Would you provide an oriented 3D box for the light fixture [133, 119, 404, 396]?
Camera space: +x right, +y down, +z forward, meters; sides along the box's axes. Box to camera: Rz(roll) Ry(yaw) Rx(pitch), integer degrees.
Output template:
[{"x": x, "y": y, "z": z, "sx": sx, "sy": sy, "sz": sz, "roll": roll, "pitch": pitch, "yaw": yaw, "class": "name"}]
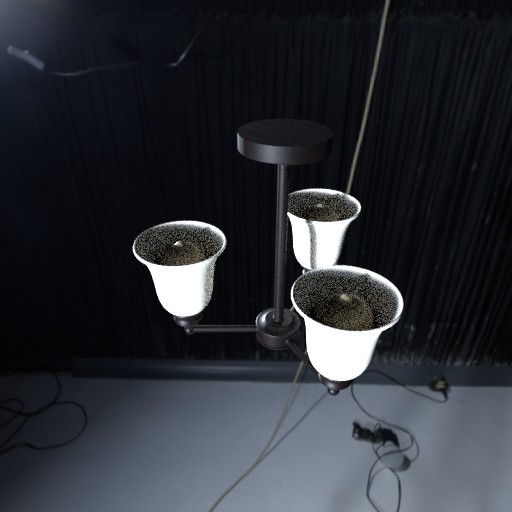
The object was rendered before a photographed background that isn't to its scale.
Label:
[{"x": 0.000, "y": 0.000, "z": 0.656, "sx": 0.354, "sy": 0.370, "sz": 0.388, "roll": 0, "pitch": 32, "yaw": 0, "class": "light fixture"}]
